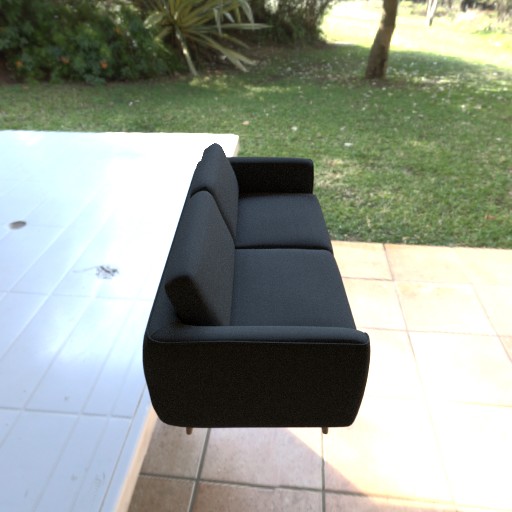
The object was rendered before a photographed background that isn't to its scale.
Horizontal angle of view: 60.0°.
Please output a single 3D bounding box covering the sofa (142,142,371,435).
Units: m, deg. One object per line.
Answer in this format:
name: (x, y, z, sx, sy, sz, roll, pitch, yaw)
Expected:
sofa: (0.000, 0.000, 2.525, 0.920, 0.850, 2.000, 0, 32, 0)
